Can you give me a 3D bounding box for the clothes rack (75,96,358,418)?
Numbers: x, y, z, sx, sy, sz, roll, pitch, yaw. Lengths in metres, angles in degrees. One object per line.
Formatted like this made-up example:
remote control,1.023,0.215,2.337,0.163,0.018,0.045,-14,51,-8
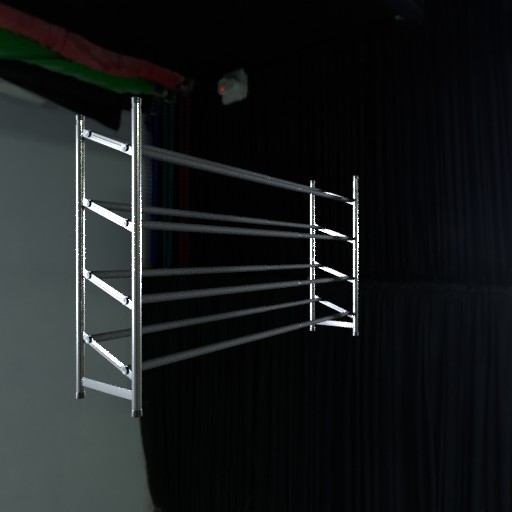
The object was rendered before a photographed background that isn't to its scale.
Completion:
clothes rack,0.000,0.000,1.460,0.229,0.672,1.168,0,0,36
